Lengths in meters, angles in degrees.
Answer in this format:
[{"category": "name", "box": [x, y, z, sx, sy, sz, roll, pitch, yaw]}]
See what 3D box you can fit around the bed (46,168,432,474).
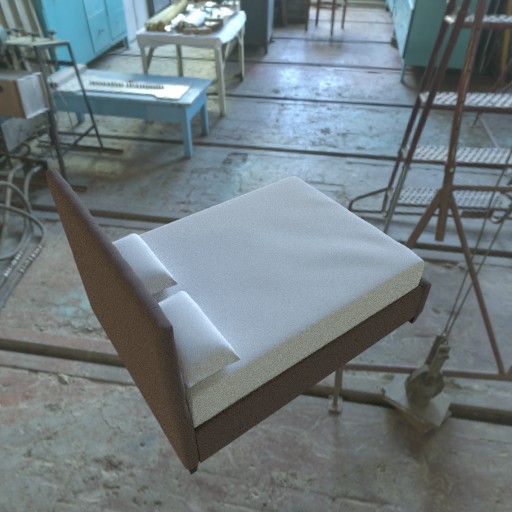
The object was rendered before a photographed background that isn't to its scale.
[{"category": "bed", "box": [0.000, 0.000, 3.325, 2.233, 1.426, 1.696, -25, 47, -26]}]
